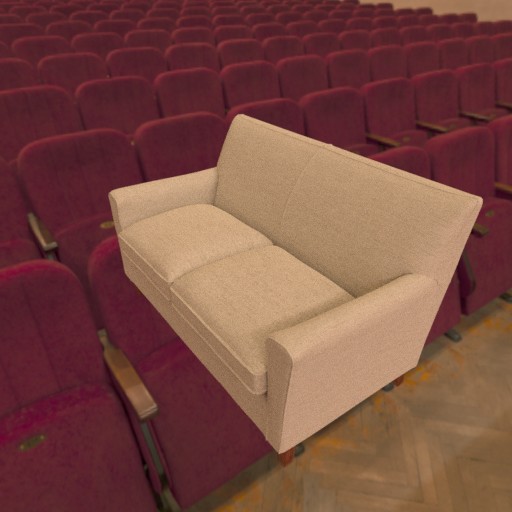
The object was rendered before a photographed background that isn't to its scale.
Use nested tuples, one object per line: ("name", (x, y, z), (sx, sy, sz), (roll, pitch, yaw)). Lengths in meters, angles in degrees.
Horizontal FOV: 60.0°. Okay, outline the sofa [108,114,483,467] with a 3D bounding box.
("sofa", (0.000, 0.000, 2.045), (0.891, 0.892, 1.482), (-21, 37, -30))
